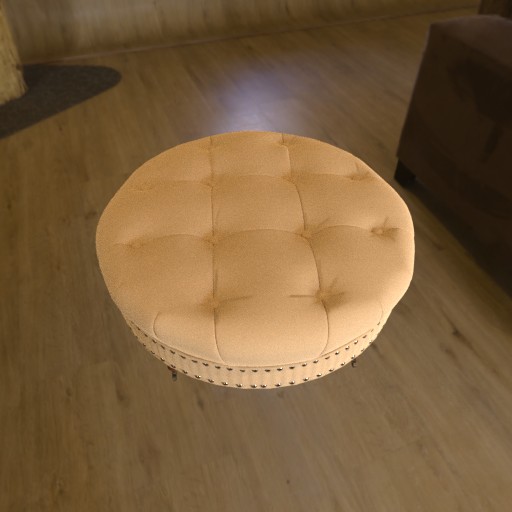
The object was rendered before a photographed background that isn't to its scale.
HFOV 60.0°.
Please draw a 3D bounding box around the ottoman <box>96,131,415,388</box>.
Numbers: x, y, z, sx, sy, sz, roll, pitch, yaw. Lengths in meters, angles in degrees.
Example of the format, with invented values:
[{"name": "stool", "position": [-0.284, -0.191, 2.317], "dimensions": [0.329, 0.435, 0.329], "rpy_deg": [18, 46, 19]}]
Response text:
[{"name": "ottoman", "position": [0.000, 0.000, 1.361], "dimensions": [0.901, 0.439, 0.901], "rpy_deg": [0, 45, 0]}]
